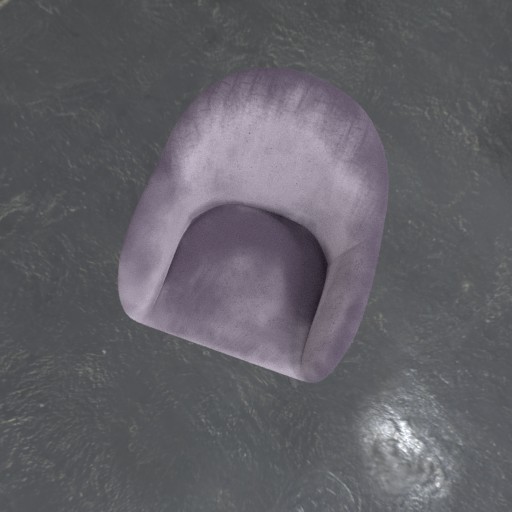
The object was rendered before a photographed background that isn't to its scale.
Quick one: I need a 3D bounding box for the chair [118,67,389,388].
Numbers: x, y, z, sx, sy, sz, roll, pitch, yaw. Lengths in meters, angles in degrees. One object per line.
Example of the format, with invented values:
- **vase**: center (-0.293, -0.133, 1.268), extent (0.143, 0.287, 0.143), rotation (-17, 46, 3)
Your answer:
- **chair**: center (0.000, 0.000, 1.180), extent (0.550, 0.795, 0.590), rotation (19, 77, 5)
